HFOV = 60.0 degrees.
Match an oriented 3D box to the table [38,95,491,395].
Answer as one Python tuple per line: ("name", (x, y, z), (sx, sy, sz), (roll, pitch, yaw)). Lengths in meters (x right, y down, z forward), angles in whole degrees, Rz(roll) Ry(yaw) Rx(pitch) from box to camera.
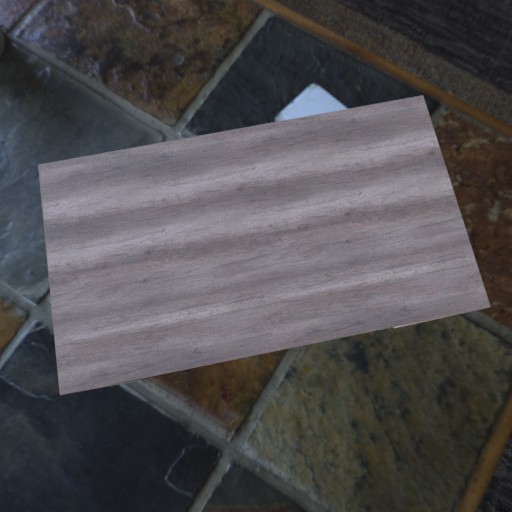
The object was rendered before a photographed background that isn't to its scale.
("table", (0.000, 0.000, 2.088), (1.600, 0.775, 0.900), (-11, 77, -3))
